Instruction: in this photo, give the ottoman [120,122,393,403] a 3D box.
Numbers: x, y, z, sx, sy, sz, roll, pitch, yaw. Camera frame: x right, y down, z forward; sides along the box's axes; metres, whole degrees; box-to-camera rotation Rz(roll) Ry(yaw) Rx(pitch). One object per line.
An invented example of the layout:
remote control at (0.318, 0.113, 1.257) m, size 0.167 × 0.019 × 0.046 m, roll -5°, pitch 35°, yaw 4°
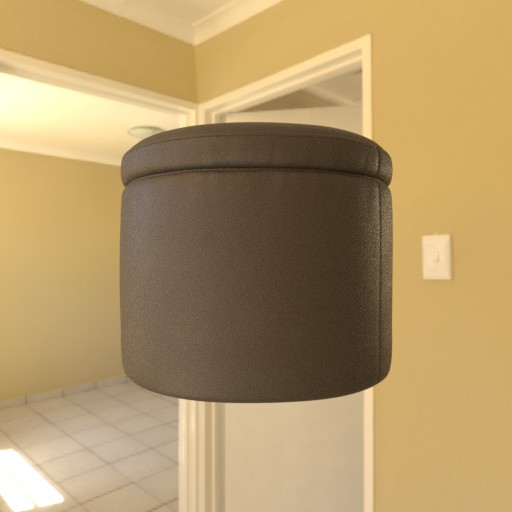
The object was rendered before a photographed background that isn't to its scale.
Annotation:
ottoman at (0.000, 0.000, 0.847) m, size 0.500 × 0.409 × 0.500 m, roll 0°, pitch 0°, yaw 0°
